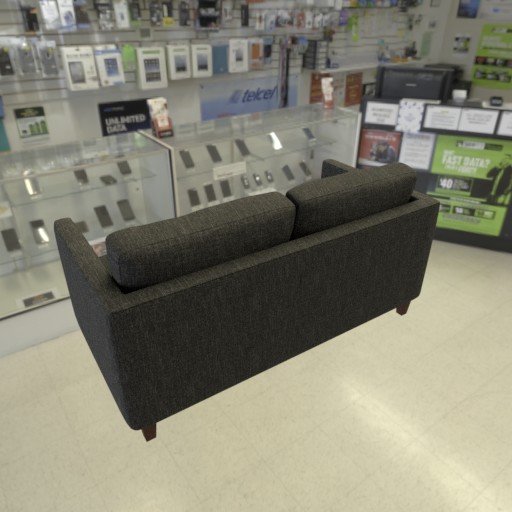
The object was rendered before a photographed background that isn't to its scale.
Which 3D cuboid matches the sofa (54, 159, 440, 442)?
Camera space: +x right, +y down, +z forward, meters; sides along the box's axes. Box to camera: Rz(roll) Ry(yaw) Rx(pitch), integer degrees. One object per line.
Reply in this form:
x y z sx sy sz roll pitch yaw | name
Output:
0.000 0.000 2.473 1.884 0.963 0.950 -18 35 -28 | sofa
